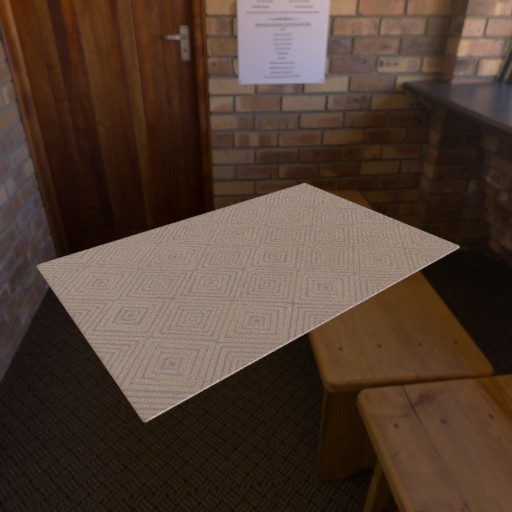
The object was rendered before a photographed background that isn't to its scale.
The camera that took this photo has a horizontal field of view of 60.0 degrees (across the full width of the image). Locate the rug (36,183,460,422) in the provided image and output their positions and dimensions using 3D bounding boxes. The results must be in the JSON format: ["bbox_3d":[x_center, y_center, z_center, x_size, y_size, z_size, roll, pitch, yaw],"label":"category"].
[{"bbox_3d":[0.000,0.000,2.182,1.753,0.008,1.143,-22,36,-32],"label":"rug"}]
